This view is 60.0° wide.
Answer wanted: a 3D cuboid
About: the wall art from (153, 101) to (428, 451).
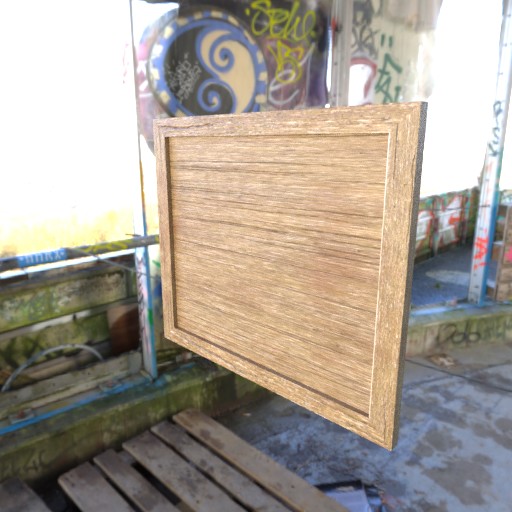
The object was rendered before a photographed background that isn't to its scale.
[{"bbox_3d":[0.000,0.000,0.955,0.690,0.588,0.026,13,19,42],"label":"wall art"}]
